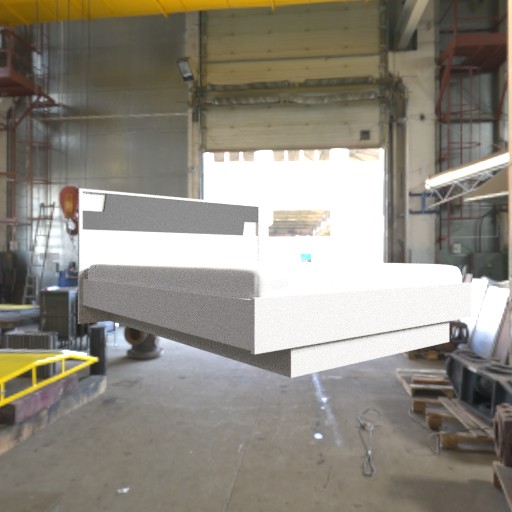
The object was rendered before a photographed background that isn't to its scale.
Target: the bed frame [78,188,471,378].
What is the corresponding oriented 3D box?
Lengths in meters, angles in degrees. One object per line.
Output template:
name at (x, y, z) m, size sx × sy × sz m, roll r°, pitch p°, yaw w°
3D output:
bed frame at (0.000, 0.000, 2.992) m, size 1.711 × 1.001 × 2.100 m, roll 0°, pitch 0°, yaw -38°
